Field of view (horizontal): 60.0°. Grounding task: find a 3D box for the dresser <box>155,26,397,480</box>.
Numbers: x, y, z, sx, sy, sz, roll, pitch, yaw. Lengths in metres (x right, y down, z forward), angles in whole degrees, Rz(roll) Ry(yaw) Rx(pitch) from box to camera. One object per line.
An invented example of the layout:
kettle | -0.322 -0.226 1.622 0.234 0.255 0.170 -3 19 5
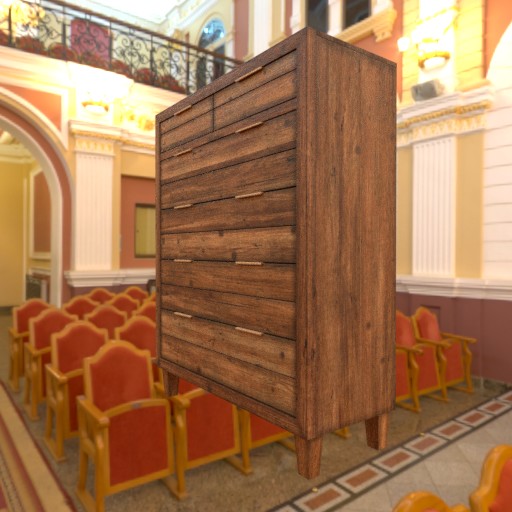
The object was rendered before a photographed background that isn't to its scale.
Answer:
dresser | 0.000 0.000 1.857 0.438 1.359 1.067 0 1 -37
